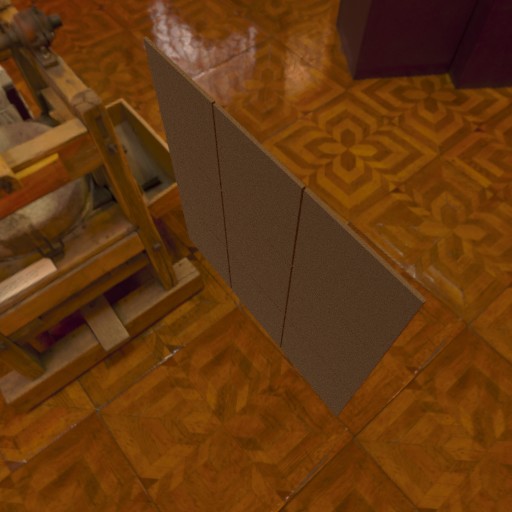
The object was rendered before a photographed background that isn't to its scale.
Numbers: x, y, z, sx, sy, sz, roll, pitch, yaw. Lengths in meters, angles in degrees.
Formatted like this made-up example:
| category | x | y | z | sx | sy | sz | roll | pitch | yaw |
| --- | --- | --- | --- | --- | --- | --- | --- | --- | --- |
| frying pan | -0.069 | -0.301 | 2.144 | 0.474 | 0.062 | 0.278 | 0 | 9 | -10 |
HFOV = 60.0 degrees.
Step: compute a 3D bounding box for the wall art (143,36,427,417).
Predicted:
| category | x | y | z | sx | sy | sz | roll | pitch | yaw |
| --- | --- | --- | --- | --- | --- | --- | --- | --- | --- |
| wall art | 0.000 | 0.000 | 1.740 | 0.013 | 1.216 | 1.216 | -33 | 64 | -18 |
